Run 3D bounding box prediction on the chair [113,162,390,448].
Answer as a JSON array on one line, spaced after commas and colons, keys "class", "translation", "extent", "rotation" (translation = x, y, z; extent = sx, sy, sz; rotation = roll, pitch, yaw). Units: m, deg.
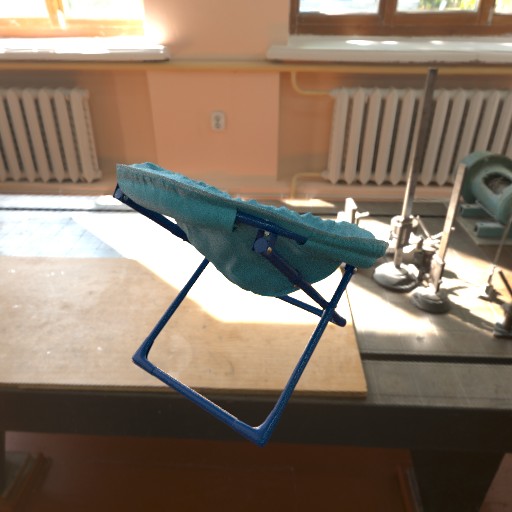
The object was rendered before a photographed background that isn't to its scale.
[{"class": "chair", "translation": [0.000, 0.000, 0.913], "extent": [0.520, 0.478, 0.465], "rotation": [21, 36, 32]}]
